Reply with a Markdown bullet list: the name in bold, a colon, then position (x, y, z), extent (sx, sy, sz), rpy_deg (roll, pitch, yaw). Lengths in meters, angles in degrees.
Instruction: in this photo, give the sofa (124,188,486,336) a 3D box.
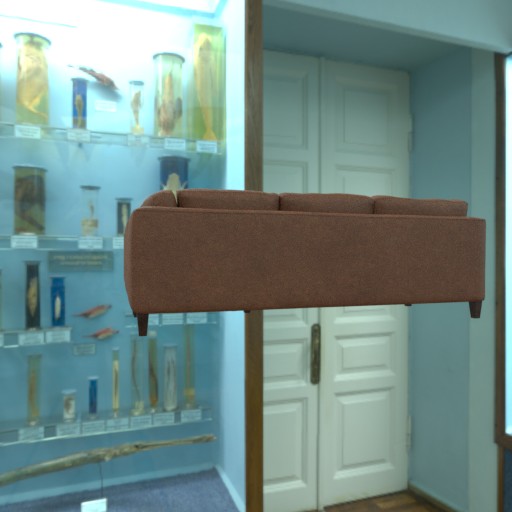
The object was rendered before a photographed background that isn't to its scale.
- **sofa**: position (0.000, 0.000, 4.554), extent (2.593, 0.923, 3.460), rpy_deg (0, 0, -17)
